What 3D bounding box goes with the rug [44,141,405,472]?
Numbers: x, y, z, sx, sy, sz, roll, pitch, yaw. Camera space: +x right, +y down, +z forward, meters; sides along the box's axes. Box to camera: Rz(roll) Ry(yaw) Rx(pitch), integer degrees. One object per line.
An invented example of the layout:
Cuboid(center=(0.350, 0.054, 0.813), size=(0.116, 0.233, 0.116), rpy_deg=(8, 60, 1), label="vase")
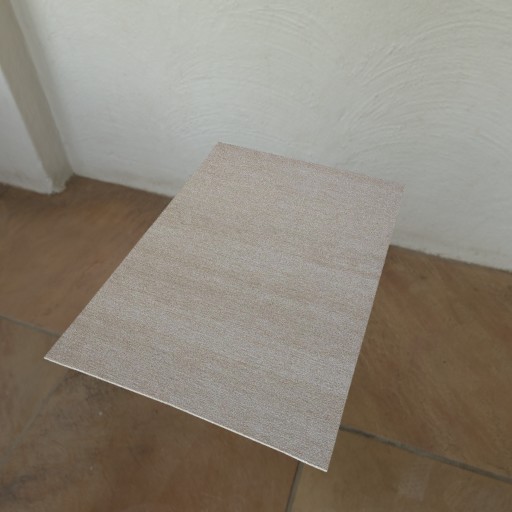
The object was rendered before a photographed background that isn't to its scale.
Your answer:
Cuboid(center=(0.000, 0.000, 3.718), size=(2.032, 0.038, 2.869), rpy_deg=(17, 50, 15), label="rug")
